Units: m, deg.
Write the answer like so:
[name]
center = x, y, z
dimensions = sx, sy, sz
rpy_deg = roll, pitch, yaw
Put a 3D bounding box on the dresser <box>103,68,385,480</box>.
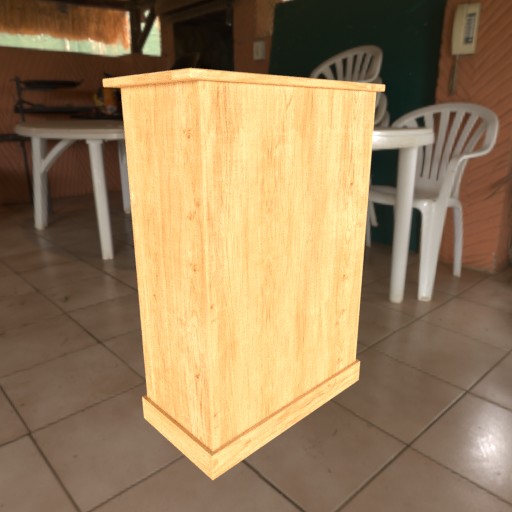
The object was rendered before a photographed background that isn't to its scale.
[dresser]
center = 0.000, 0.000, 1.765
dimensions = 0.915, 1.300, 0.485
rpy_deg = -16, 24, -41
